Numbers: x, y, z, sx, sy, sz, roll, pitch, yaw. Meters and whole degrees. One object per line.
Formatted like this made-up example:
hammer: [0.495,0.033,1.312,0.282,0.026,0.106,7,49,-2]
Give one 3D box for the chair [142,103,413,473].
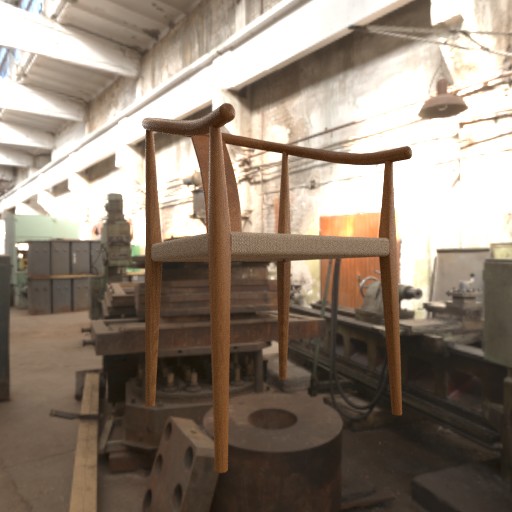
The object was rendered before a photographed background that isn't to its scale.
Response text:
chair: [0.000,0.000,1.173,0.556,0.800,0.579,0,0,-35]
